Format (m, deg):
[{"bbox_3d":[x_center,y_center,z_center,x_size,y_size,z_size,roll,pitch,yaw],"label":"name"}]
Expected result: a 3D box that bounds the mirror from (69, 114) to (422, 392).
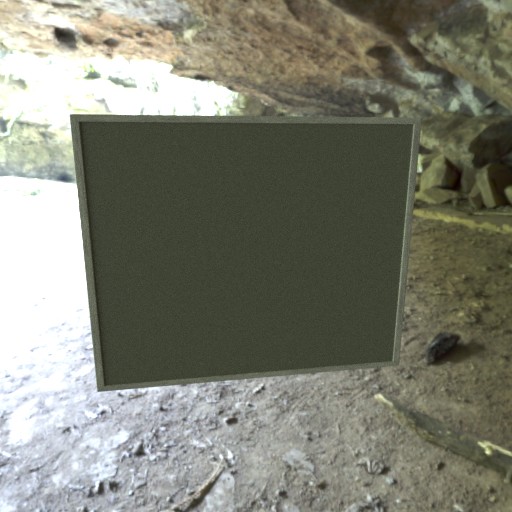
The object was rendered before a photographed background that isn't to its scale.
[{"bbox_3d":[0.000,0.000,1.141,0.839,0.689,0.028,-2,15,-9],"label":"mirror"}]
